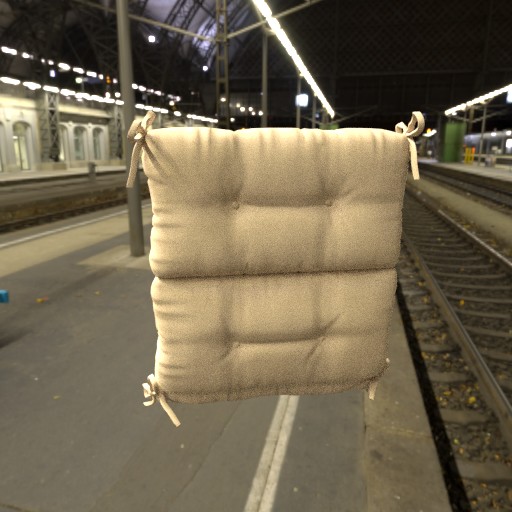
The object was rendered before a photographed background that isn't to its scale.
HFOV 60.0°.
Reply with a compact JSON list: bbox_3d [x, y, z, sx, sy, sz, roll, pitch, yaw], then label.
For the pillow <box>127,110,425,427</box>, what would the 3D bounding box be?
[{"bbox_3d":[0.000,0.000,1.023,0.519,0.605,0.571,-2,14,-9],"label":"pillow"}]
